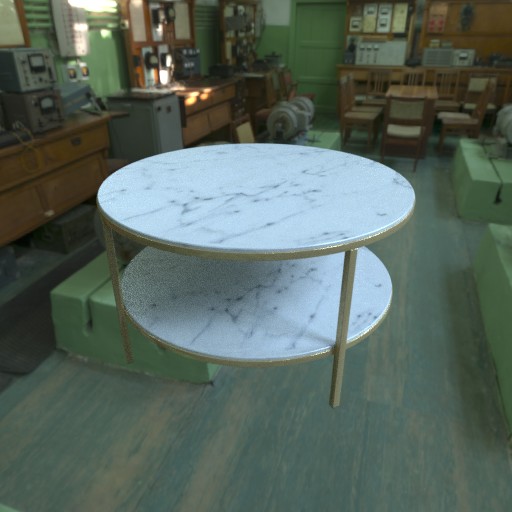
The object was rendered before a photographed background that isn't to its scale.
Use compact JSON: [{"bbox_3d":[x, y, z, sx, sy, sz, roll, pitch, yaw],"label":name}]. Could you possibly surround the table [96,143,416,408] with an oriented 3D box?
[{"bbox_3d":[0.000,0.000,1.268,0.800,0.450,0.800,0,28,0],"label":"table"}]
